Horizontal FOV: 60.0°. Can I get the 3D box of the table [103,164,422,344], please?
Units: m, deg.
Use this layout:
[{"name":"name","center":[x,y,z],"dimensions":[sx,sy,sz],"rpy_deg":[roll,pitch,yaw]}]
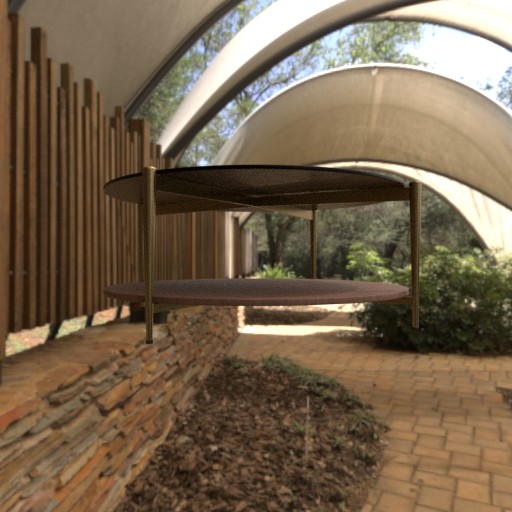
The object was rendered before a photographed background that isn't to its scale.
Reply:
[{"name":"table","center":[0.000,0.000,1.440],"dimensions":[0.938,0.400,0.938],"rpy_deg":[0,0,-1]}]
